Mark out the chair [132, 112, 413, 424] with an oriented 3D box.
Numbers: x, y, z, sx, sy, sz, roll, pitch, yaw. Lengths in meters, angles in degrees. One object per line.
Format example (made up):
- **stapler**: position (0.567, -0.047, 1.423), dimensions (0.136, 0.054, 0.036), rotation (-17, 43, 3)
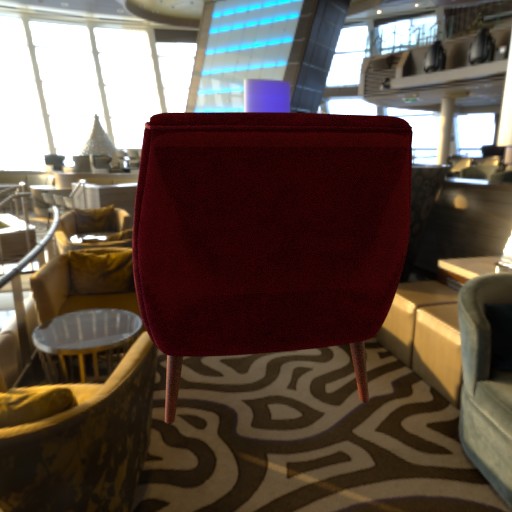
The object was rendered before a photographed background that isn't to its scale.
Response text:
- **chair**: position (0.000, 0.000, 1.437), dimensions (0.762, 0.838, 0.787), rotation (-3, 14, -10)
